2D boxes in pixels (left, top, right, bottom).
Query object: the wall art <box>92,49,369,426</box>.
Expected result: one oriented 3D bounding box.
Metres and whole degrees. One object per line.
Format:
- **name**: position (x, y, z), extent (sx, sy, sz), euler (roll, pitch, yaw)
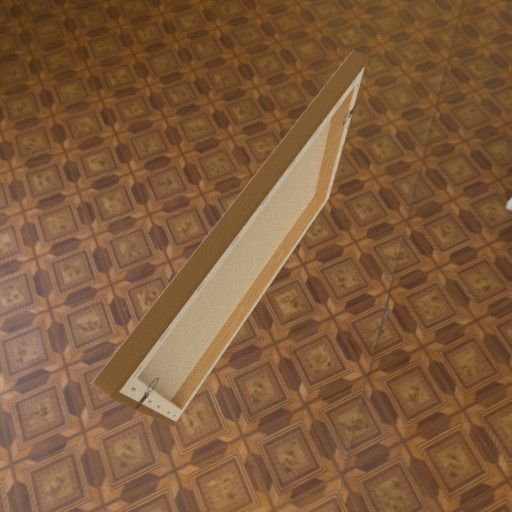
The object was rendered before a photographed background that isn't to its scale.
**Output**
- **wall art**: position (0.000, 0.000, 0.478), extent (0.019, 0.254, 0.380), euler (30, 69, 13)
